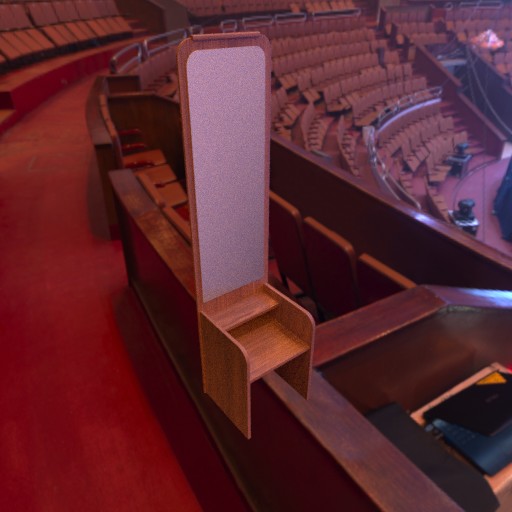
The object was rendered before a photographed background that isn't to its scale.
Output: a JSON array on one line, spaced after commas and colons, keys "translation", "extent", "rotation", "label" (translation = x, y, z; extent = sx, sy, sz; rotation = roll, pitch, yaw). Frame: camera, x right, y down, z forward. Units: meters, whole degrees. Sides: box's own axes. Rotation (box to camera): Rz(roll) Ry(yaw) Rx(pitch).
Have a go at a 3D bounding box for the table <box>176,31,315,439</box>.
[{"translation": [0.000, 0.000, 2.055], "extent": [0.450, 1.830, 0.420], "rotation": [-21, 37, -32], "label": "table"}]
